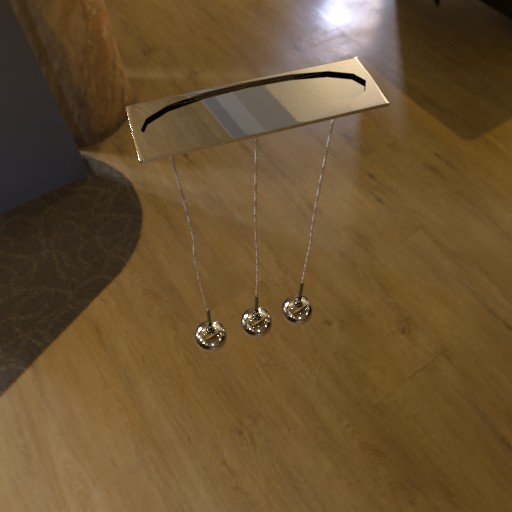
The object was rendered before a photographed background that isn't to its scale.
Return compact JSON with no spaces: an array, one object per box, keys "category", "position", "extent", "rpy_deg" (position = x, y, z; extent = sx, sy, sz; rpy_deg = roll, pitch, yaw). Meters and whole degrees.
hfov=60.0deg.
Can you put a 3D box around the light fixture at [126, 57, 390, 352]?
[{"category":"light fixture","position":[0.000,0.000,1.672],"extent":[0.623,1.408,0.188],"rpy_deg":[-16,60,-9]}]
